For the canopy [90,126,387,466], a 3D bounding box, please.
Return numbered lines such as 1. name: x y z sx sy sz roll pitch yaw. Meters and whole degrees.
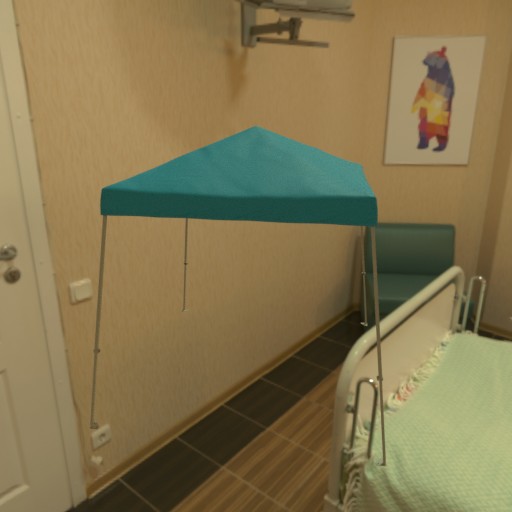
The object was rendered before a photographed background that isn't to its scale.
1. canopy: 0.000 0.000 6.388 3.599 3.600 3.600 3 18 10
